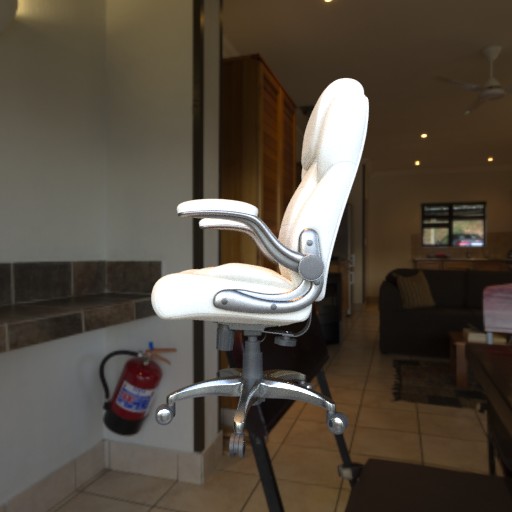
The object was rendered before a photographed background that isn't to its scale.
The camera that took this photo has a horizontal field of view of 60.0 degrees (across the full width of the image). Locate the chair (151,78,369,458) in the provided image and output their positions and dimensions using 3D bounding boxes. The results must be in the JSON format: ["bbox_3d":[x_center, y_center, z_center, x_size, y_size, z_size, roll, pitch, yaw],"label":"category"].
[{"bbox_3d":[0.000,0.000,1.812,0.806,1.330,0.755,0,0,-1],"label":"chair"}]
